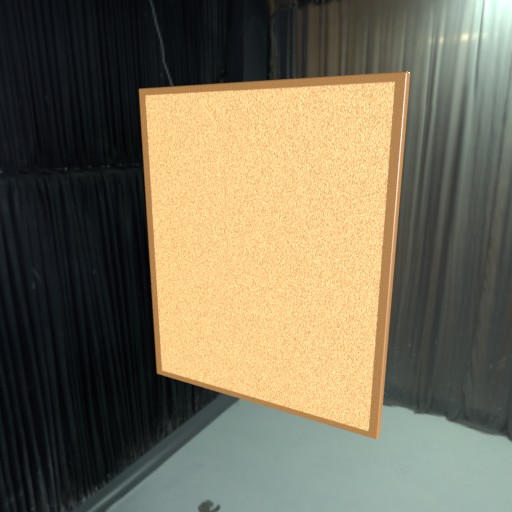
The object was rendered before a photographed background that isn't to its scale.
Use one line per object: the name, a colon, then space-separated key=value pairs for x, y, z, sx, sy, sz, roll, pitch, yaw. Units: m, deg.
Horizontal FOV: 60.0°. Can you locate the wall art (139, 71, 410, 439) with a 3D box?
wall art: x=0.000 y=0.000 z=0.515 sx=0.310 sy=0.379 sz=0.015 roll=8 pitch=17 yaw=27
